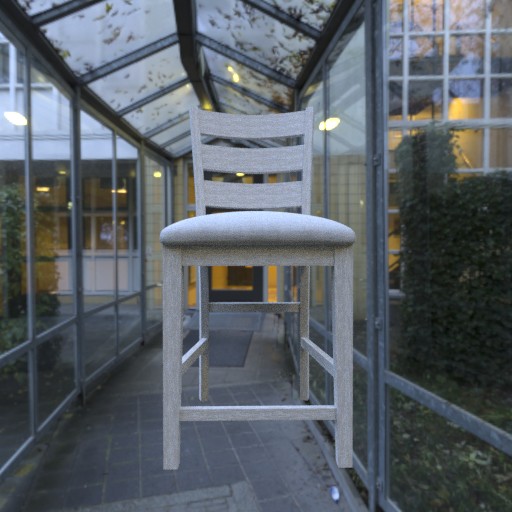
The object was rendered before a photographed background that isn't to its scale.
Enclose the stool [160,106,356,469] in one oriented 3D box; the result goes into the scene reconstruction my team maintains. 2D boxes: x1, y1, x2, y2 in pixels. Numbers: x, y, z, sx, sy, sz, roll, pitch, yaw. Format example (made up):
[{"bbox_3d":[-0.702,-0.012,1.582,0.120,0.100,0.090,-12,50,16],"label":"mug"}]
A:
[{"bbox_3d":[0.000,0.000,1.344,0.484,1.032,0.569,0,2,-1],"label":"stool"}]
